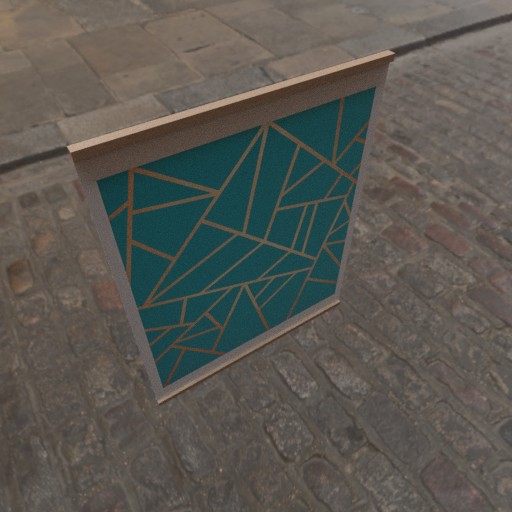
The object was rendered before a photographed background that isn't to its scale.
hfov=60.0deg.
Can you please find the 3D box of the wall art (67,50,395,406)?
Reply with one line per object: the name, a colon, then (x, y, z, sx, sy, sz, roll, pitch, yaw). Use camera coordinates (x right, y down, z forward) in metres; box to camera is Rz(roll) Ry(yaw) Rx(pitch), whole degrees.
wall art: (0.000, 0.000, 0.661, 0.405, 0.508, 0.012, -25, 51, -22)
